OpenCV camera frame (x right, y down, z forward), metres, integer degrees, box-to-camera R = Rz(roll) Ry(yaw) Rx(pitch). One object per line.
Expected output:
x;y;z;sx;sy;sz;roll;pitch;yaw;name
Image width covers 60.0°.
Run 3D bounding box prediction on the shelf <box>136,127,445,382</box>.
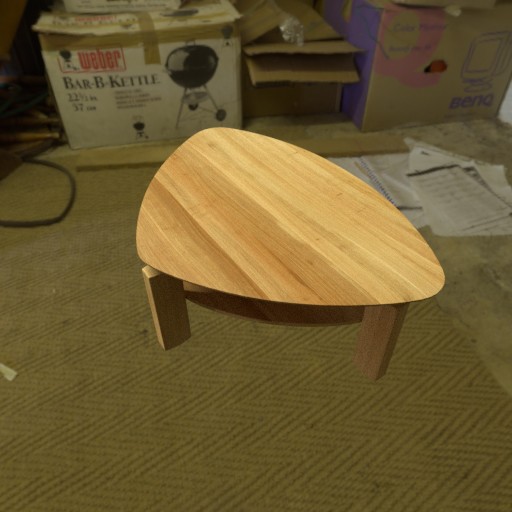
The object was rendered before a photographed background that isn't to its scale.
0.000;0.000;1.678;0.863;0.439;1.240;-26;48;-26;shelf
